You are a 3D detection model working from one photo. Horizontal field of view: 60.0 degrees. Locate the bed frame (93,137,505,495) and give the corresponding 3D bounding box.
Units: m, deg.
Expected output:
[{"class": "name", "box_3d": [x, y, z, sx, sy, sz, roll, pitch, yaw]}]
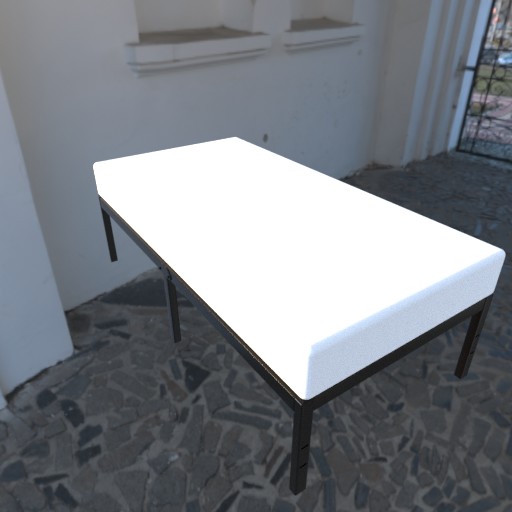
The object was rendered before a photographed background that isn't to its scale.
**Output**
[{"class": "bed frame", "box_3d": [0.000, 0.000, 2.304, 1.023, 0.659, 1.950, -19, 35, -29]}]
